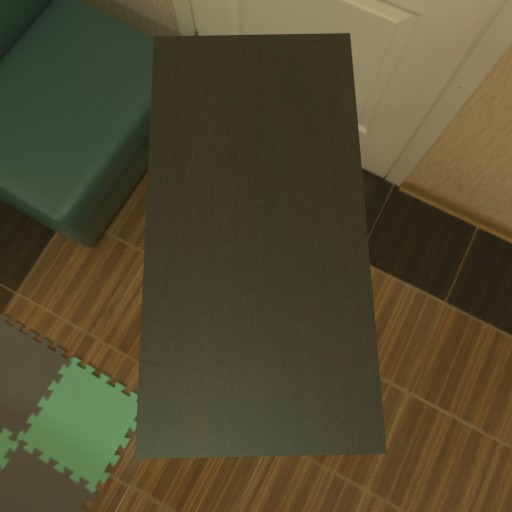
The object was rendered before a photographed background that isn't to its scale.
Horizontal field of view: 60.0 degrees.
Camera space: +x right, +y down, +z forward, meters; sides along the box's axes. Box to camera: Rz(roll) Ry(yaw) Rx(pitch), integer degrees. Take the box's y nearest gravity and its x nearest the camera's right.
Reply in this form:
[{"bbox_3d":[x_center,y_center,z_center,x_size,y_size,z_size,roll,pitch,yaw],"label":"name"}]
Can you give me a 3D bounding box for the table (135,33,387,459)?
[{"bbox_3d":[0.000,0.000,1.321,0.499,0.660,0.991,-1,76,0],"label":"table"}]
